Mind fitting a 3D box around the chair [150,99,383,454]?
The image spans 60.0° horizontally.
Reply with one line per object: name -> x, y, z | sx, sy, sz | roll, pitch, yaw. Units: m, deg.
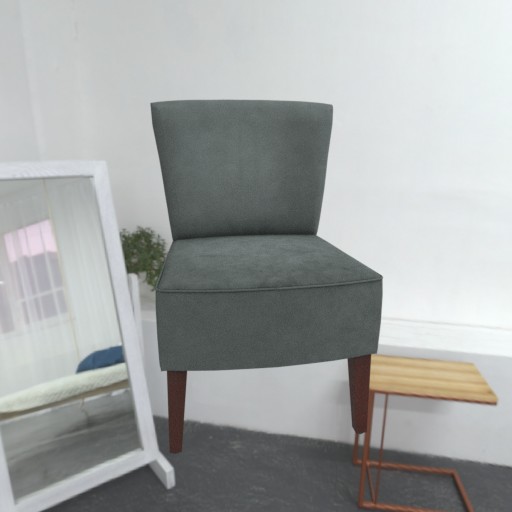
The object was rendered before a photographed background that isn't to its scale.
chair -> 0.000, 0.000, 1.164 | 0.521, 0.806, 0.554 | -3, 16, -9
